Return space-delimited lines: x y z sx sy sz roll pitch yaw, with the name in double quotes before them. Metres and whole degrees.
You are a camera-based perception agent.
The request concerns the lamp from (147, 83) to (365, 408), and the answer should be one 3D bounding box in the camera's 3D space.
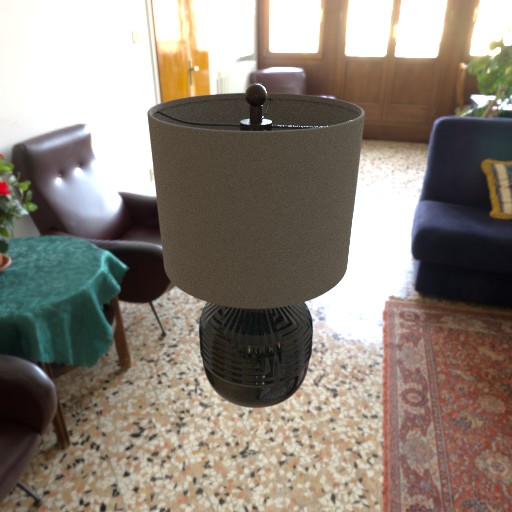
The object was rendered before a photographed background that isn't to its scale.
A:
"lamp" 0.000 0.000 0.778 0.318 0.567 0.318 0 28 0
